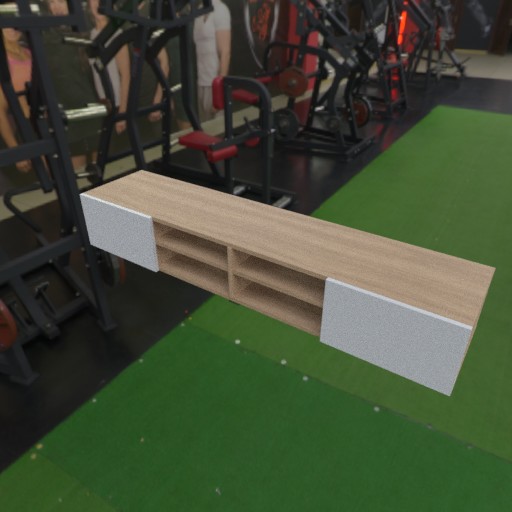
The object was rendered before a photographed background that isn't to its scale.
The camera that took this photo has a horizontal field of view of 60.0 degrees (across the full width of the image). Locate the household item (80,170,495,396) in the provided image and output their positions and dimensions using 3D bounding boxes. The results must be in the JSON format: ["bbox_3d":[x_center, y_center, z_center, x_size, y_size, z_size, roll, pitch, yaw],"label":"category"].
[{"bbox_3d":[0.000,0.000,2.010,1.850,0.310,0.420,19,36,29],"label":"household item"}]
